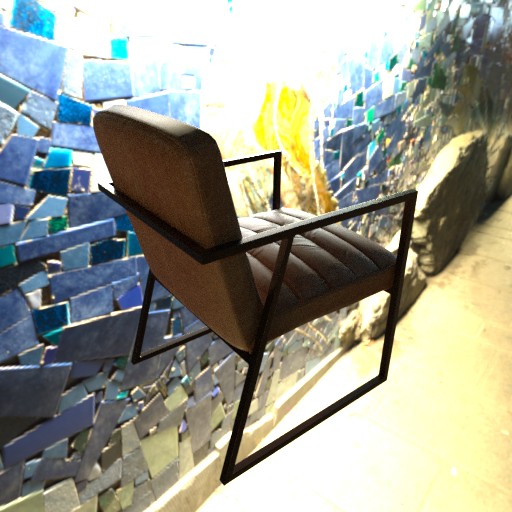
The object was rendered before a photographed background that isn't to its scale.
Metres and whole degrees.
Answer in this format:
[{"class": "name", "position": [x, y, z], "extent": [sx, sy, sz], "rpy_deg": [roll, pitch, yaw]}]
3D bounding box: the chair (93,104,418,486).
[{"class": "chair", "position": [0.000, 0.000, 1.255], "extent": [0.677, 0.832, 0.571], "rpy_deg": [-18, 32, -32]}]
